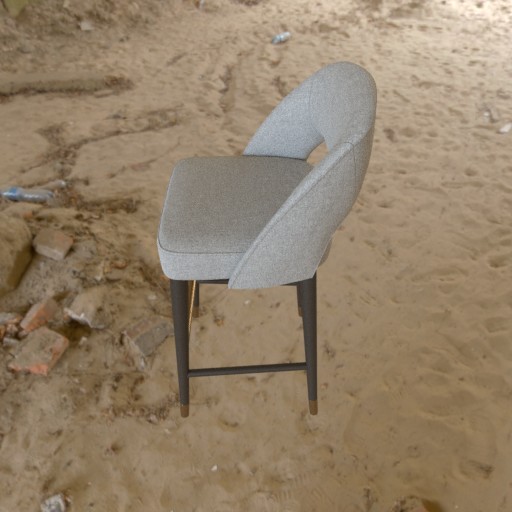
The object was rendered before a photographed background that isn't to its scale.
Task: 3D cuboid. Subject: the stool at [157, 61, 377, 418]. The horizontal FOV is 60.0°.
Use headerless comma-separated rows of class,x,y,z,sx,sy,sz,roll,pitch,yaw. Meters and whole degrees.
stool,0.000,0.000,1.296,0.509,1.037,0.494,-1,42,-1
